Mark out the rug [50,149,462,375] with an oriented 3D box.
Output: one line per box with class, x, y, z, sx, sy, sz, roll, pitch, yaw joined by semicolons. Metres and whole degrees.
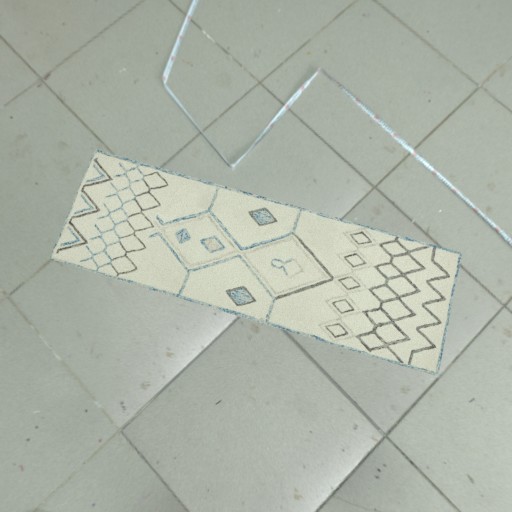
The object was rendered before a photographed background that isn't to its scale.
rug;0.000;0.000;2.741;2.434;0.013;0.770;16;77;4
